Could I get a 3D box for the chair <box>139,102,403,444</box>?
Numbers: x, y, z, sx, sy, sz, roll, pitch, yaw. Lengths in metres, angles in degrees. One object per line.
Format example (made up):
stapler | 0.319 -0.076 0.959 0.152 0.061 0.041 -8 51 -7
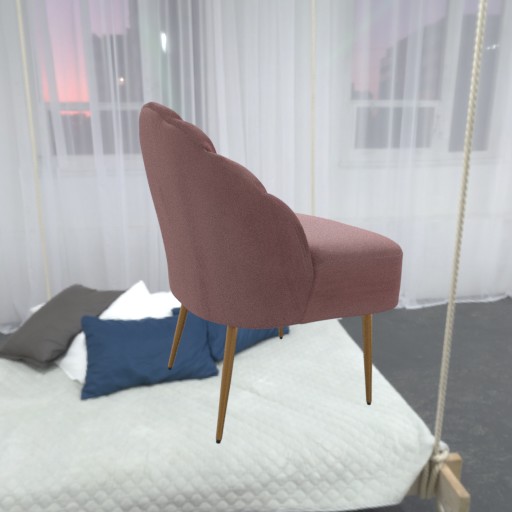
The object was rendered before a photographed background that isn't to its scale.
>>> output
chair | 0.000 0.000 1.280 0.599 0.819 0.657 -7 16 -26
